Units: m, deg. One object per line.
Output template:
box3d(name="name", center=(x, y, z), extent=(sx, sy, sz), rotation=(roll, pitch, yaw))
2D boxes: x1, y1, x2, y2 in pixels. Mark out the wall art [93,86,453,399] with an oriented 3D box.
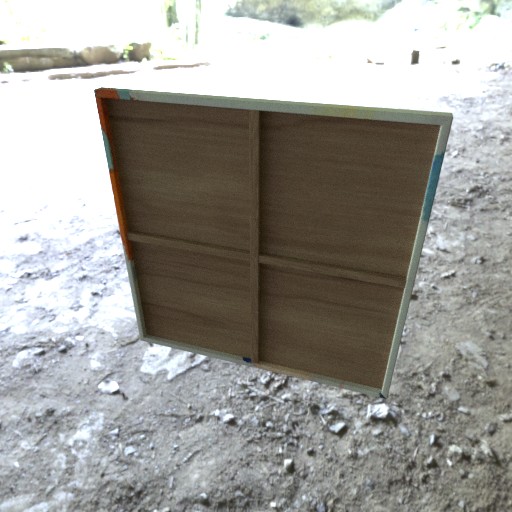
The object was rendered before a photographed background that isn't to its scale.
box3d(name="wall art", center=(0.000, 0.000, 1.491), extent=(1.017, 1.017, 0.044), rotation=(10, 34, 15))
